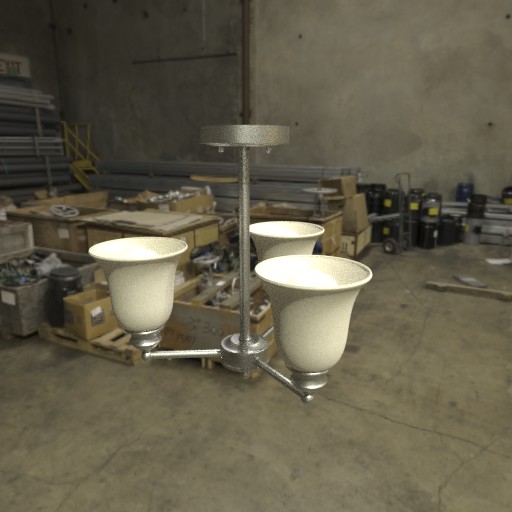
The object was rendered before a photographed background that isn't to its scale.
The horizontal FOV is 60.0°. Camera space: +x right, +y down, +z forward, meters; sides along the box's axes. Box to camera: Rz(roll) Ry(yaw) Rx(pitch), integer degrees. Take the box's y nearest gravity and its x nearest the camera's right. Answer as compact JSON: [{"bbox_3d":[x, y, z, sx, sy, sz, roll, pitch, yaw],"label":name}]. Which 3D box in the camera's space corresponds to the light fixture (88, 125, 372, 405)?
[{"bbox_3d":[0.000,0.000,0.665,0.388,0.370,0.354,7,16,26],"label":"light fixture"}]
